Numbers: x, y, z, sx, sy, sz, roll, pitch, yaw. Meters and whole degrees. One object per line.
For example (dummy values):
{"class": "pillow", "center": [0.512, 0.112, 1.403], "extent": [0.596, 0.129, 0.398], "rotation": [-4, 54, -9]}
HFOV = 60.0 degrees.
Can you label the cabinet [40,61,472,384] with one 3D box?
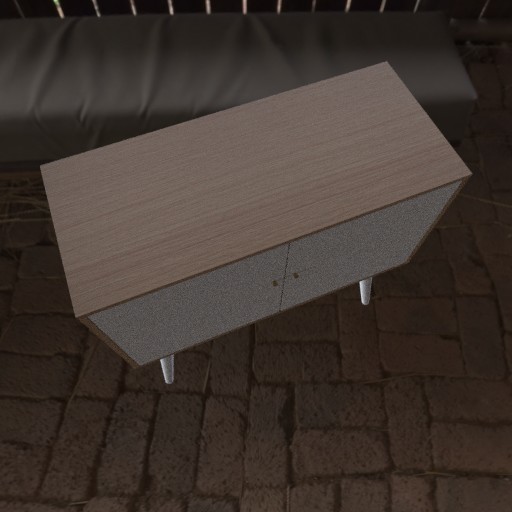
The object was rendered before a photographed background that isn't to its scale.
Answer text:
{"class": "cabinet", "center": [0.000, 0.000, 1.633], "extent": [1.057, 1.016, 0.470], "rotation": [-20, 65, -10]}
